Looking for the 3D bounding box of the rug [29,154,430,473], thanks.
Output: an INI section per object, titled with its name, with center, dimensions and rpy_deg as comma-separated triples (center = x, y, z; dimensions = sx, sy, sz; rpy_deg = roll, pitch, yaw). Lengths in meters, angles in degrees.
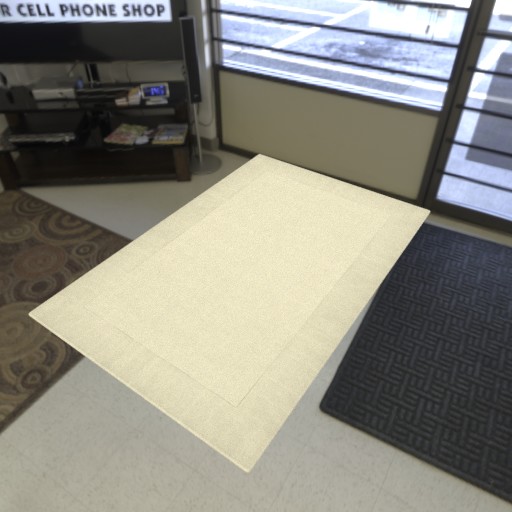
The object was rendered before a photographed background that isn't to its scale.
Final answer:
[rug]
center = 0.000, 0.000, 2.290
dimensions = 1.219, 0.013, 1.829
rpy_deg = 24, 46, 26
